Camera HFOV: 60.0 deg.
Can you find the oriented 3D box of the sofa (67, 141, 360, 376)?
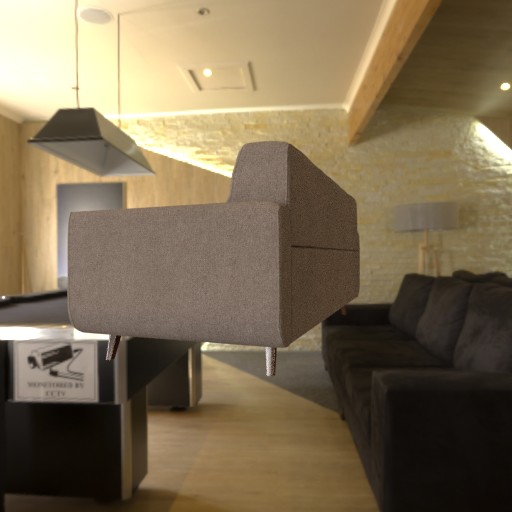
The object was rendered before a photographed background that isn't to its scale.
[{"bbox_3d":[0.000,0.000,2.496,0.909,0.841,2.029,0,0,20],"label":"sofa"}]
